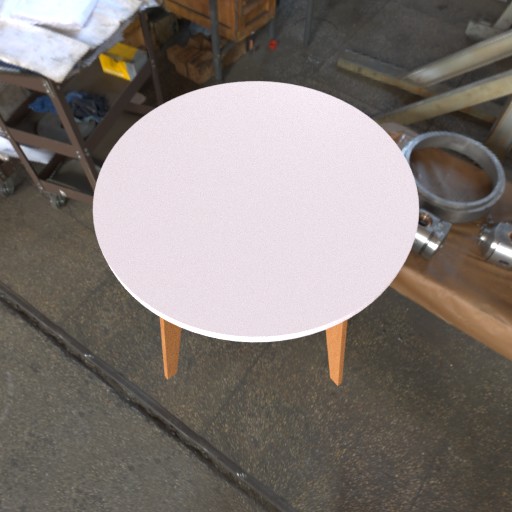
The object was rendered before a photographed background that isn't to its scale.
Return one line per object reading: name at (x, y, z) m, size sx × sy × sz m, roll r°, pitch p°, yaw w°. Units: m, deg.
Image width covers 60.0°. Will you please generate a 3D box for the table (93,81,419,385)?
table at (0.000, 0.000, 1.563) m, size 0.896 × 0.762 × 0.896 m, roll 0°, pitch 59°, yaw 0°
